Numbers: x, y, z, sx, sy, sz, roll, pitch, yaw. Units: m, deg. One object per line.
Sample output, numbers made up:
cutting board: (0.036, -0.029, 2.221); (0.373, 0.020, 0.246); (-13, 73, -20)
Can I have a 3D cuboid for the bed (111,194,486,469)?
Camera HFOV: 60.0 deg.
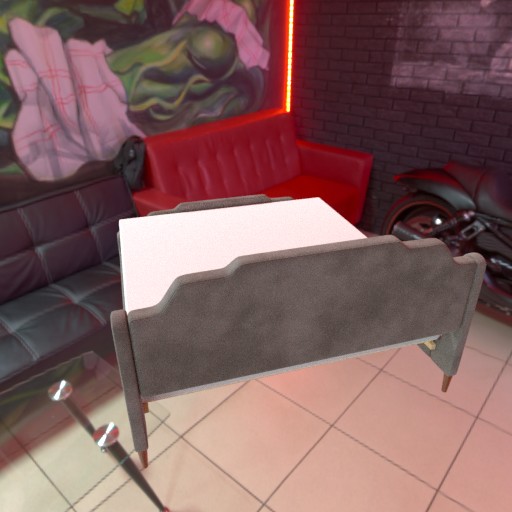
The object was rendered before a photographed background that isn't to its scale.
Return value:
bed: (0.000, 0.000, 3.434); (2.074, 1.245, 2.340); (-8, 29, -15)
